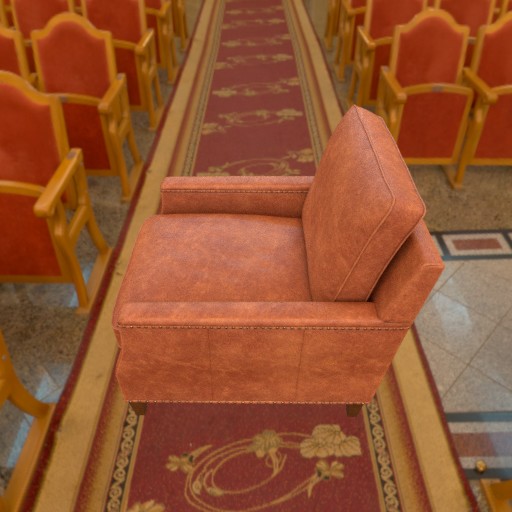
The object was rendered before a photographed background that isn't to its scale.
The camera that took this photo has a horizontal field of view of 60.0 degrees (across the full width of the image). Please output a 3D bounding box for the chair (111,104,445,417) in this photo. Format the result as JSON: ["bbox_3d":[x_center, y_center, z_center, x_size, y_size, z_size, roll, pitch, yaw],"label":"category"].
[{"bbox_3d":[0.000,0.000,1.703,1.014,0.943,0.853,0,41,0],"label":"chair"}]
